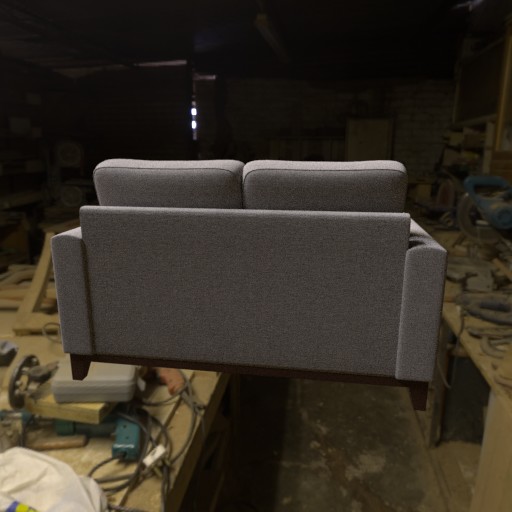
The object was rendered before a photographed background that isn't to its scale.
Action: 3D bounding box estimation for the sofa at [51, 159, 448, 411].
[{"bbox_3d":[0.000,0.000,2.017,1.420,0.873,0.917,2,14,9],"label":"sofa"}]
